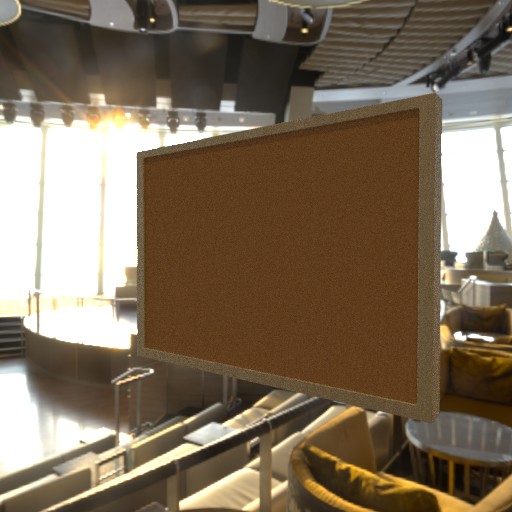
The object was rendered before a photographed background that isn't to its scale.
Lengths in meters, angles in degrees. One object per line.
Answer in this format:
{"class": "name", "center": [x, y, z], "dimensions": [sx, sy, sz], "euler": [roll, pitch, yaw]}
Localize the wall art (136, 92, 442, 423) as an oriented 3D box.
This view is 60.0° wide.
{"class": "wall art", "center": [0.000, 0.000, 0.680], "dimensions": [0.532, 0.380, 0.032], "euler": [1, 2, 37]}
